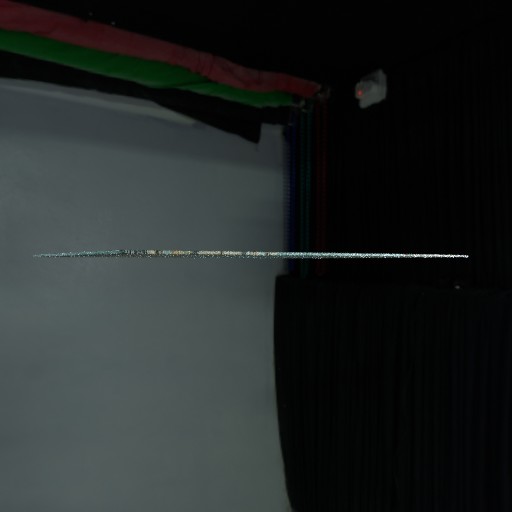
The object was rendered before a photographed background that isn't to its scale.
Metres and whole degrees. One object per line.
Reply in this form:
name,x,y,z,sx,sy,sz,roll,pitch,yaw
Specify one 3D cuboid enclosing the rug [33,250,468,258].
rug,0.000,0.000,2.216,1.811,0.010,1.212,0,-1,-37
